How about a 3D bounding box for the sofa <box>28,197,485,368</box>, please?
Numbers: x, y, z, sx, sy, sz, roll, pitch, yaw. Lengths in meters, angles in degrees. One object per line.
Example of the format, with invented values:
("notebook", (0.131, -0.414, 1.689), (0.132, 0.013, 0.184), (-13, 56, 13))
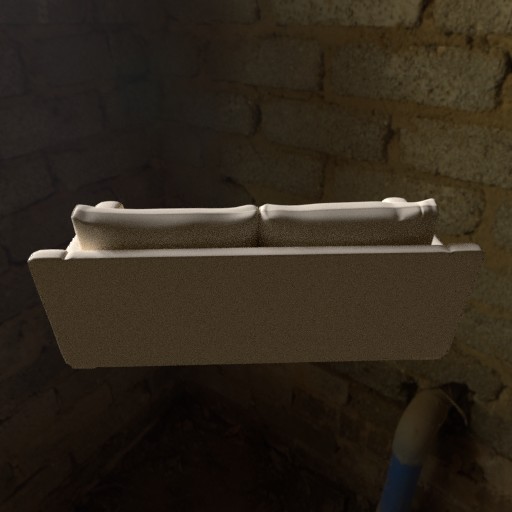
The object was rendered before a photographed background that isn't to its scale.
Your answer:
("sofa", (0.000, 0.000, 2.284), (1.812, 0.830, 0.949), (-1, 30, -2))
